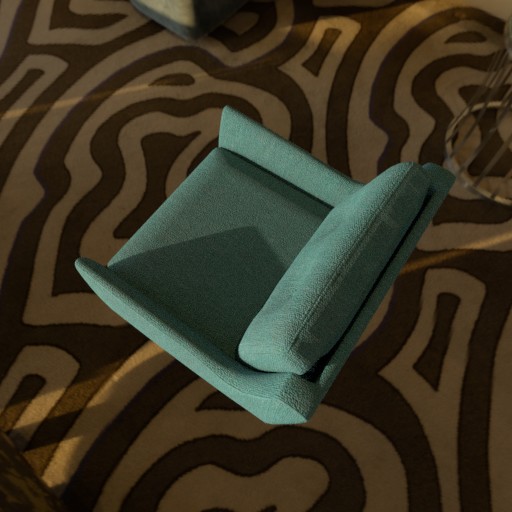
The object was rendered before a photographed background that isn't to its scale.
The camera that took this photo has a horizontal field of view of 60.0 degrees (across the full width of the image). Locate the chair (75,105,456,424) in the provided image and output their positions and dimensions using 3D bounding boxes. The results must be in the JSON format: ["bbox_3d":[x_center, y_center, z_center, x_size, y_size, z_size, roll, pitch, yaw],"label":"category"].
[{"bbox_3d":[0.000,0.000,1.536,0.849,0.828,0.847,32,68,14],"label":"chair"}]
